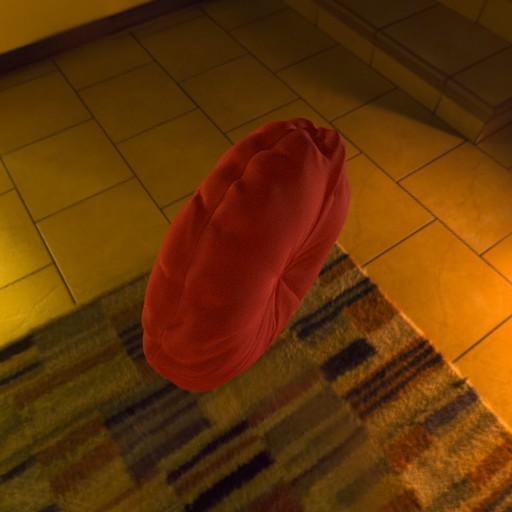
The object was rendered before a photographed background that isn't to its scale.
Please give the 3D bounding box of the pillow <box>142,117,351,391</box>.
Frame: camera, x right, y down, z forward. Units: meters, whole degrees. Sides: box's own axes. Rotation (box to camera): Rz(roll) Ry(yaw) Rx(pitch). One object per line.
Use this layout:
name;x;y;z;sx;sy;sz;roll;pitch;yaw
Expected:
pillow;0.000;0.000;0.659;0.148;0.407;0.428;31;63;18
